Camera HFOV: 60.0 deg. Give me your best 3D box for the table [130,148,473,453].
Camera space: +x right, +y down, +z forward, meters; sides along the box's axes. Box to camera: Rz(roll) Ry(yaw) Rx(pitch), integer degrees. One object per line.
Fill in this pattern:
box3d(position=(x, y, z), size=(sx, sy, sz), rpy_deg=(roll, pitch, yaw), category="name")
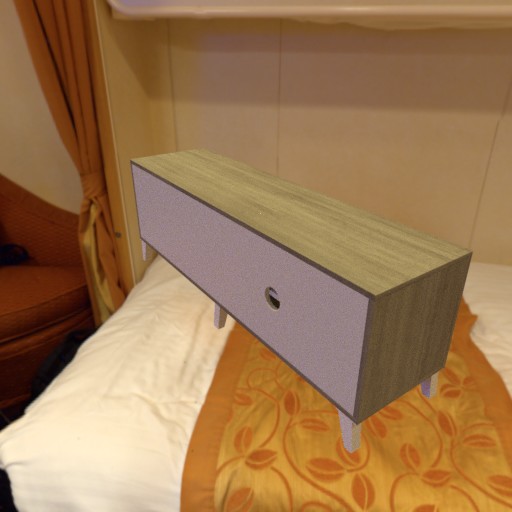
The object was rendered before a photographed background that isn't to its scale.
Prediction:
box3d(position=(0.000, 0.000, 1.781), size=(0.400, 0.530, 1.500), rpy_deg=(-18, 32, -31), category="table")
